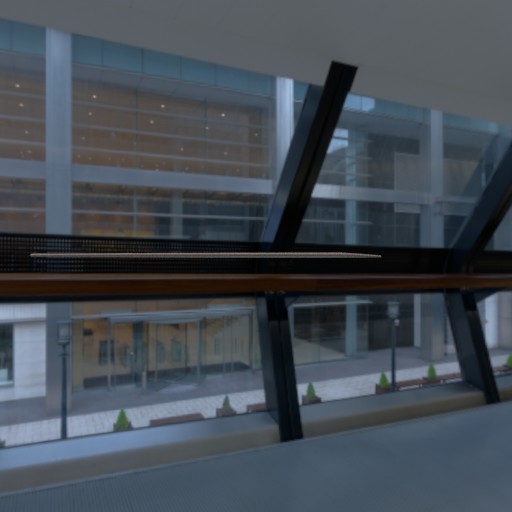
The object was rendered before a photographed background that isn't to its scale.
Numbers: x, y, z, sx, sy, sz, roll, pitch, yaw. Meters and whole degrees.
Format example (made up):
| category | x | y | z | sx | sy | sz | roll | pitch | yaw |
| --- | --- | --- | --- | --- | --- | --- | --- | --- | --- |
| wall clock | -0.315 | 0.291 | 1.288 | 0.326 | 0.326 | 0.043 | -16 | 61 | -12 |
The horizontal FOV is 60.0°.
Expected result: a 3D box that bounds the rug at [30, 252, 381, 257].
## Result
| category | x | y | z | sx | sy | sz | roll | pitch | yaw |
| --- | --- | --- | --- | --- | --- | --- | --- | --- | --- |
| rug | 0.000 | 0.000 | 2.136 | 1.066 | 0.011 | 1.677 | 0 | 0 | 19 |
